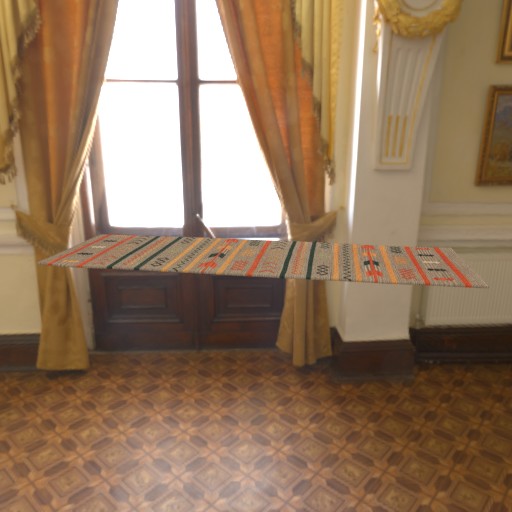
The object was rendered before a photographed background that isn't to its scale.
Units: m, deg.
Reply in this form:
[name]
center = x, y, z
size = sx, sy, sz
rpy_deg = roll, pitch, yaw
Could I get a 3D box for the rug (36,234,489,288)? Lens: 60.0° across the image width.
[rug]
center = 0.000, 0.000, 2.675
size = 2.419, 0.022, 0.744
rpy_deg = 3, 16, 9
